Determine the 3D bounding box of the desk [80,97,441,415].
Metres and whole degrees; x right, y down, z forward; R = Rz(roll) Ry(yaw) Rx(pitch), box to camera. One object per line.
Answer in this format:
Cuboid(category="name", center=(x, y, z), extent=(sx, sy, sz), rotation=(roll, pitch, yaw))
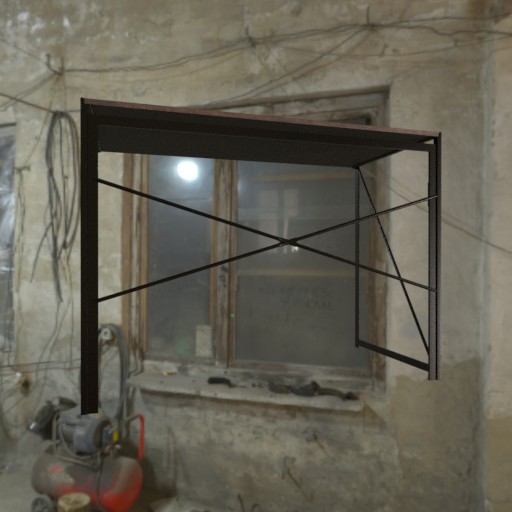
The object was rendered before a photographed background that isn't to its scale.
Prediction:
Cuboid(category="desk", center=(0.000, 0.000, 1.430), extent=(1.015, 0.747, 0.505), rotation=(0, 0, -17))
